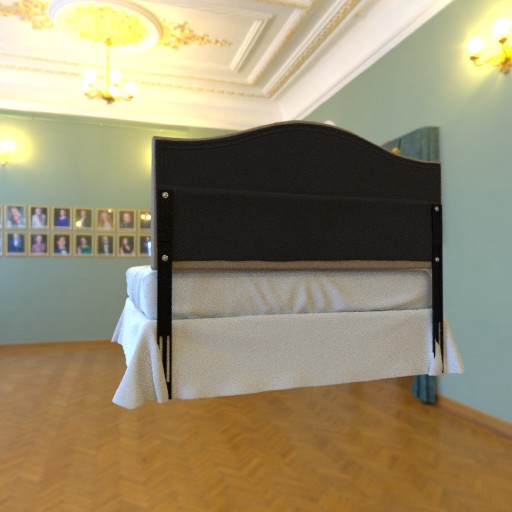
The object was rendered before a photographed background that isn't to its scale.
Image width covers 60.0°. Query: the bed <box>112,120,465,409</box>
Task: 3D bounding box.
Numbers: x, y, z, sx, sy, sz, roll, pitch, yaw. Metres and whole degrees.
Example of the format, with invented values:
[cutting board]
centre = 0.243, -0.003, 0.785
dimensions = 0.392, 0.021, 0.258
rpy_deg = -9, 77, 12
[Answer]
[bed]
centre = 0.000, 0.000, 3.706
dimensions = 2.311, 1.651, 2.222
rpy_deg = 0, -1, -19
